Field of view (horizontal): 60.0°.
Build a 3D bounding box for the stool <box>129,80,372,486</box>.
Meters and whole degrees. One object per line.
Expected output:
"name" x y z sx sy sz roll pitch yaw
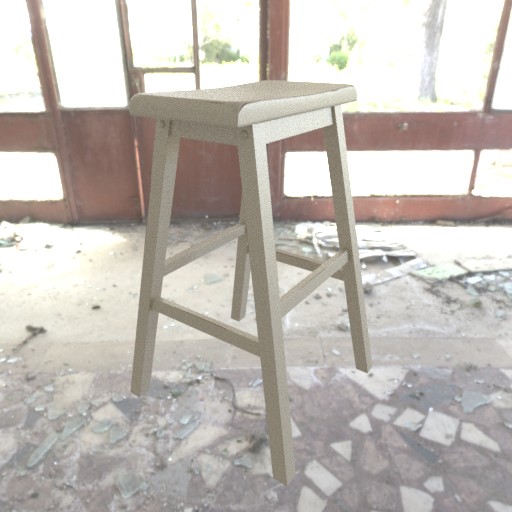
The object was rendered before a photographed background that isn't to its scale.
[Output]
"stool" 0.000 0.000 1.039 0.476 0.737 0.457 17 30 31
